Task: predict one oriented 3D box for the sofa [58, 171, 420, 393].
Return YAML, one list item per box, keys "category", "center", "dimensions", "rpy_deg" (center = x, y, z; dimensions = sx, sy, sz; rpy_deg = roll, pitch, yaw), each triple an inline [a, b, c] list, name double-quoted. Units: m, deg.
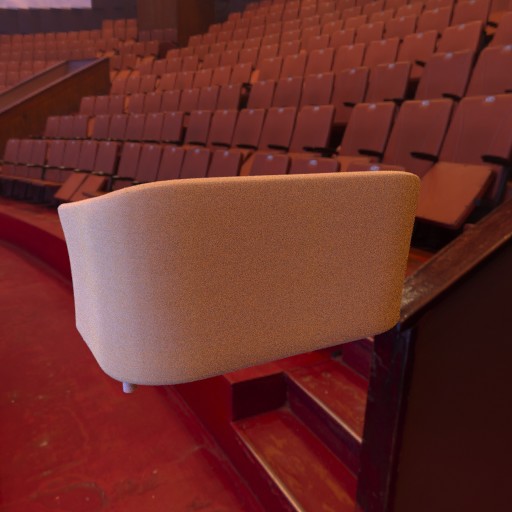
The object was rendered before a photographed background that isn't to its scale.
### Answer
- category: "sofa"
  center: [0.000, 0.000, 1.872]
  dimensions: [1.452, 0.721, 0.705]
  rpy_deg: [-7, 16, -26]
